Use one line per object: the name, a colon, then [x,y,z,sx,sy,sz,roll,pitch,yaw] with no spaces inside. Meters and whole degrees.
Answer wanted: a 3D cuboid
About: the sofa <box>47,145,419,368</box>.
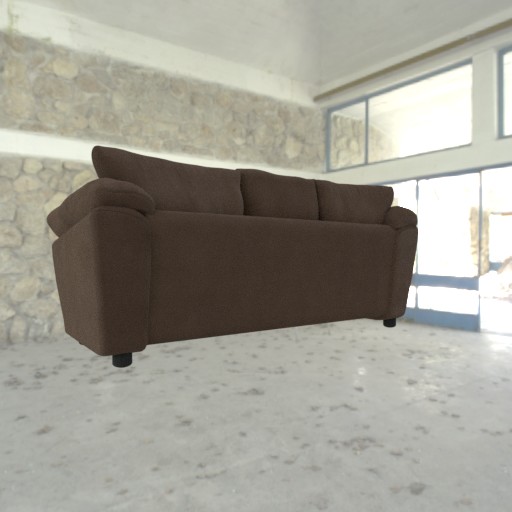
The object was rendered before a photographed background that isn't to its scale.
sofa: [0.000,0.000,2.831,2.336,1.015,0.878,0,0,-35]
